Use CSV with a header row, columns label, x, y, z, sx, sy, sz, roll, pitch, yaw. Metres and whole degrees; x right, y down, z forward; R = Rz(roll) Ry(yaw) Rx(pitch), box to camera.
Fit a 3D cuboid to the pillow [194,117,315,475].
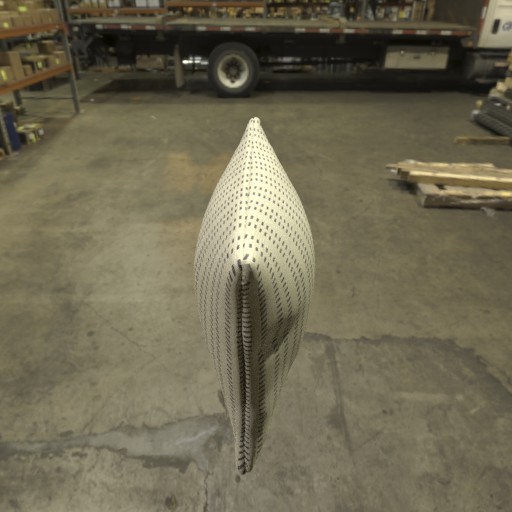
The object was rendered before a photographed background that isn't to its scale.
label,x,y,z,sx,sy,sz,roll,pitch,yaw
pillow,0.000,0.000,0.812,0.210,0.353,0.640,0,31,1
